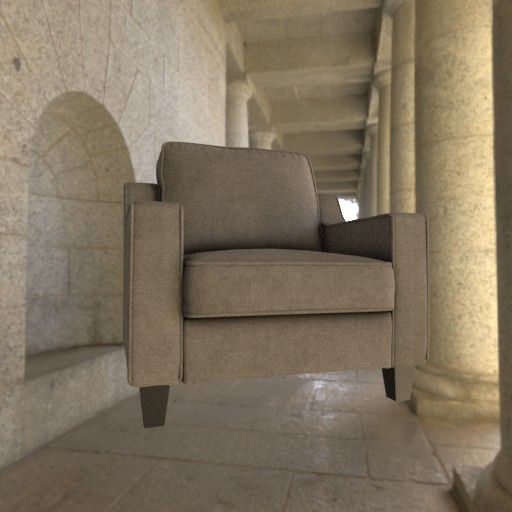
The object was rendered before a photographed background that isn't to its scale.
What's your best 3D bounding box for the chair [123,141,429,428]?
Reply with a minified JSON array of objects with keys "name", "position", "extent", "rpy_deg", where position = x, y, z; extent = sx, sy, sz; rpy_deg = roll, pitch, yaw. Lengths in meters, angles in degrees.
[{"name":"chair","position":[0.000,0.000,1.634],"extent":[0.926,0.944,0.840],"rpy_deg":[1,-2,-18]}]
